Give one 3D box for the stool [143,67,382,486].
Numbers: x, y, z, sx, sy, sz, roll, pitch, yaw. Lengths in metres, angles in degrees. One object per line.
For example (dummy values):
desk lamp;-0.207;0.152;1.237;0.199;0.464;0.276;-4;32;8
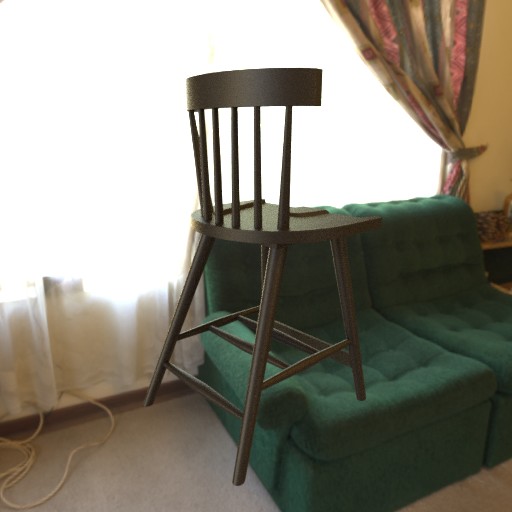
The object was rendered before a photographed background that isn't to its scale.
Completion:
stool;0.000;0.000;1.272;0.549;0.953;0.494;-14;21;-41
